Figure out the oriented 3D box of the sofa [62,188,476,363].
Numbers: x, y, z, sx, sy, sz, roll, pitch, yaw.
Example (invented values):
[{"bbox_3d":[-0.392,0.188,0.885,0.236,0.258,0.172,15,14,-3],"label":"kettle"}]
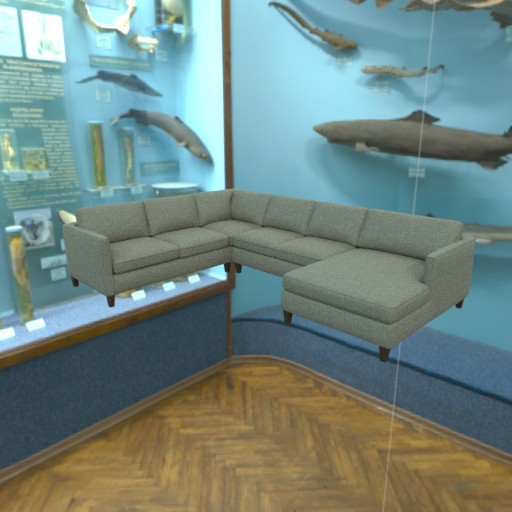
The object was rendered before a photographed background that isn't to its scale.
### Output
[{"bbox_3d":[0.000,0.000,4.508,3.403,0.889,2.551,16,23,43],"label":"sofa"}]
